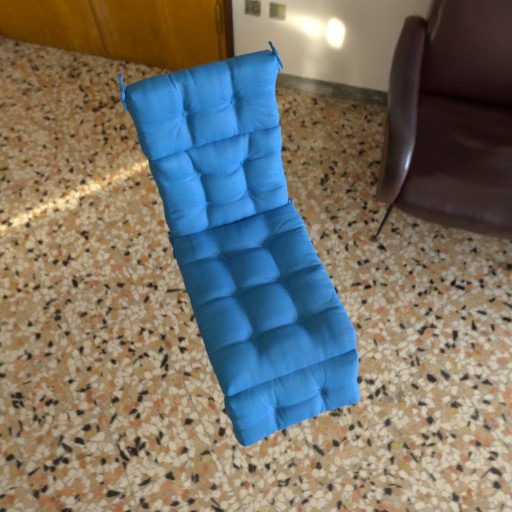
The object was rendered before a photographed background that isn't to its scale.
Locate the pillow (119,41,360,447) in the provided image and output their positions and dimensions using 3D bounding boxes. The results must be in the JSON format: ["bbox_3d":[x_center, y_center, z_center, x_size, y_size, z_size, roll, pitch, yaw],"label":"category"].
[{"bbox_3d":[0.000,0.000,1.483,0.526,0.863,1.016,-18,63,-10],"label":"pillow"}]
